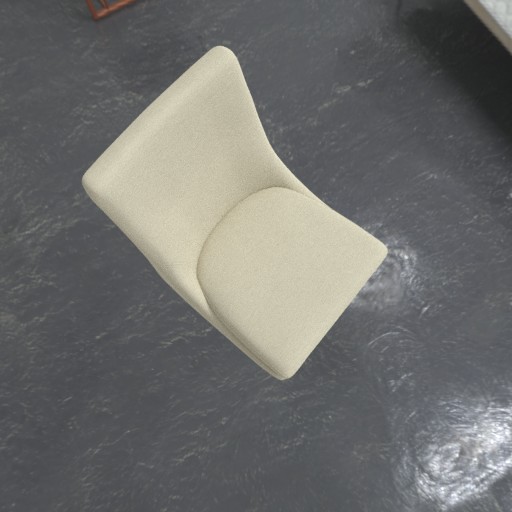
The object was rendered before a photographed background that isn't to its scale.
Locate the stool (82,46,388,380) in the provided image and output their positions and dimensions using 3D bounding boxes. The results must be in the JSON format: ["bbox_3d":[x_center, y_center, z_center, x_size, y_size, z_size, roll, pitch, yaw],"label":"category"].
[{"bbox_3d":[0.000,0.000,1.298,0.577,0.981,0.470,39,78,10],"label":"stool"}]
